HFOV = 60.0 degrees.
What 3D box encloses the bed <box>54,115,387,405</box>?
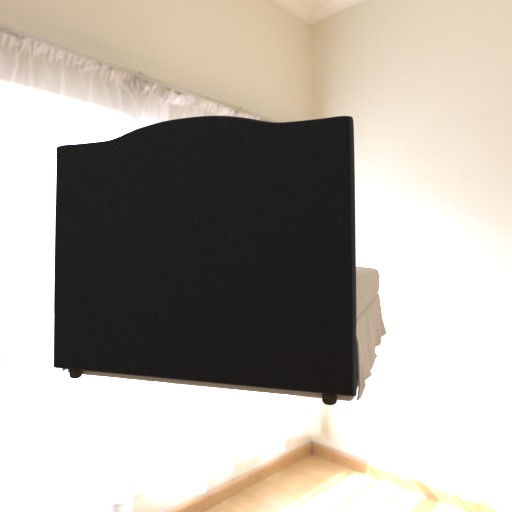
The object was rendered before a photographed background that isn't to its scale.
[{"bbox_3d":[0.000,0.000,3.376,1.821,1.436,2.282,0,-1,19],"label":"bed"}]
